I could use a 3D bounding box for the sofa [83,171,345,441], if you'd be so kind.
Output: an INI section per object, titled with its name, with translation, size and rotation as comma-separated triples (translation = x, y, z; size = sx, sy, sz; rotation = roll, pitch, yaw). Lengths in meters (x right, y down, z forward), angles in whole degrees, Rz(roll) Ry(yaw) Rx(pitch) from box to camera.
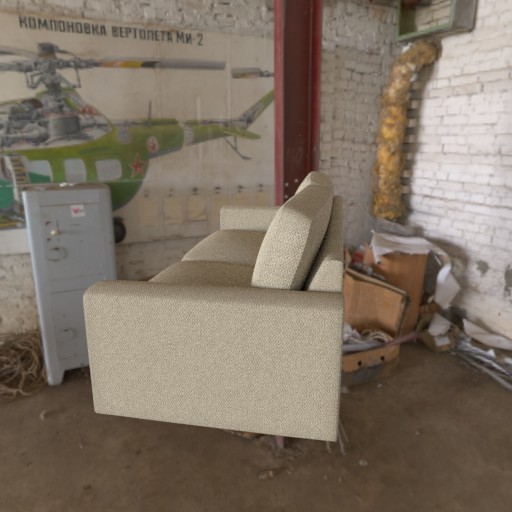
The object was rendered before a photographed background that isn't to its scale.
[sofa]
translation = 0.000, 0.000, 2.643
size = 1.016, 0.873, 2.179
rotation = 3, 16, 10
